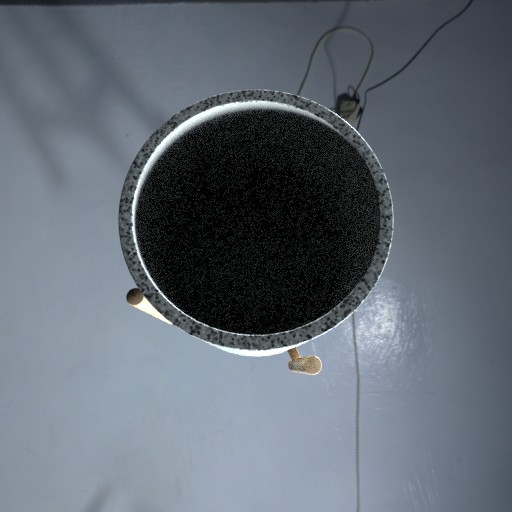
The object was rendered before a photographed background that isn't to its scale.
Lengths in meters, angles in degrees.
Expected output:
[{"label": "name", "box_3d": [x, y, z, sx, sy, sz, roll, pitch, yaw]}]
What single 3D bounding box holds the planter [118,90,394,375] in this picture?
[{"label": "planter", "box_3d": [0.000, 0.000, 0.692, 0.360, 0.419, 0.360, -2, 76, 0]}]
